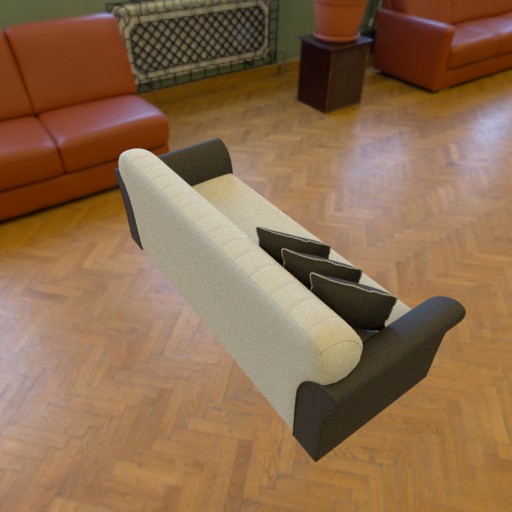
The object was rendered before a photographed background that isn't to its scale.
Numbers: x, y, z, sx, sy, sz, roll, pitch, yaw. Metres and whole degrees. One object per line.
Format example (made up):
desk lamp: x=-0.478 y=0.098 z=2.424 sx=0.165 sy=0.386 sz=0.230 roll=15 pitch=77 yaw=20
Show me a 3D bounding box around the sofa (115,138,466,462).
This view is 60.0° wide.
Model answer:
sofa: x=0.000 y=0.000 z=2.443 sx=0.755 sy=0.787 sz=2.001 roll=-25 pitch=46 yaw=-26
